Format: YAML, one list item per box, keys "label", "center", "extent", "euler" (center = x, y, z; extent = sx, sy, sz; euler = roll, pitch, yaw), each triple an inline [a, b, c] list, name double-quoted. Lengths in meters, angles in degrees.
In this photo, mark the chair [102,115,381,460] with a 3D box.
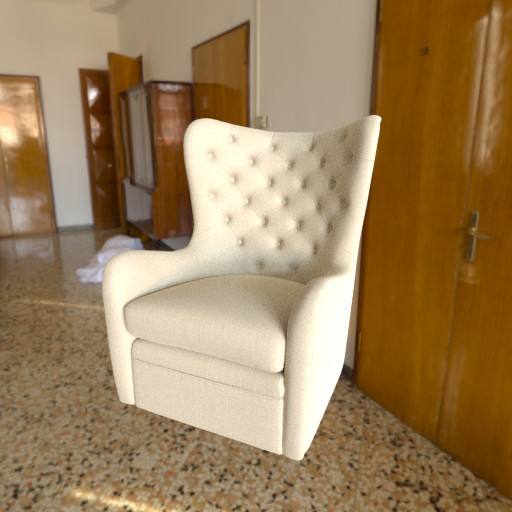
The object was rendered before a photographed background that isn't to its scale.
- label: "chair"
  center: [0.000, 0.000, 1.772]
  extent: [0.831, 1.079, 0.929]
  euler: [7, 17, 25]
